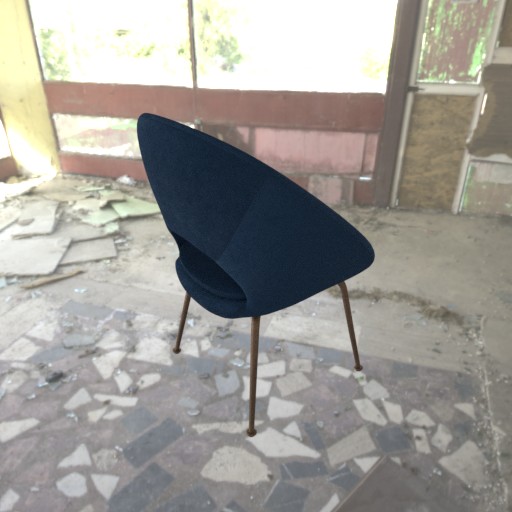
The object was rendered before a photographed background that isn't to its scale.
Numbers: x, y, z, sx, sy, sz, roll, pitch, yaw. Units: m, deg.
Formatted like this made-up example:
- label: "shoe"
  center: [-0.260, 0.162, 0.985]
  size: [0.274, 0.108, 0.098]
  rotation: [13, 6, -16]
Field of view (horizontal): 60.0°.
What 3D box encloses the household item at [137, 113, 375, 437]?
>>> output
- label: "household item"
  center: [0.000, 0.000, 1.310]
  size: [0.573, 0.852, 0.623]
  rotation: [-19, 33, -32]
